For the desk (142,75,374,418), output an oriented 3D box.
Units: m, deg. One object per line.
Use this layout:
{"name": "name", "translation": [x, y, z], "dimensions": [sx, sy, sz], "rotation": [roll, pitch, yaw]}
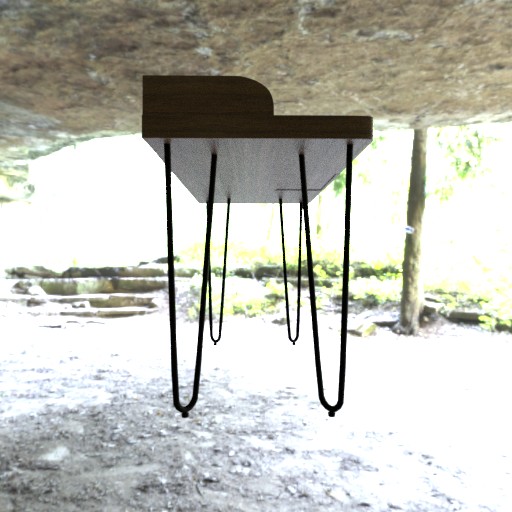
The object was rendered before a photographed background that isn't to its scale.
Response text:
{"name": "desk", "translation": [0.000, 0.000, 1.663], "dimensions": [0.565, 0.854, 1.200], "rotation": [0, -1, -1]}
